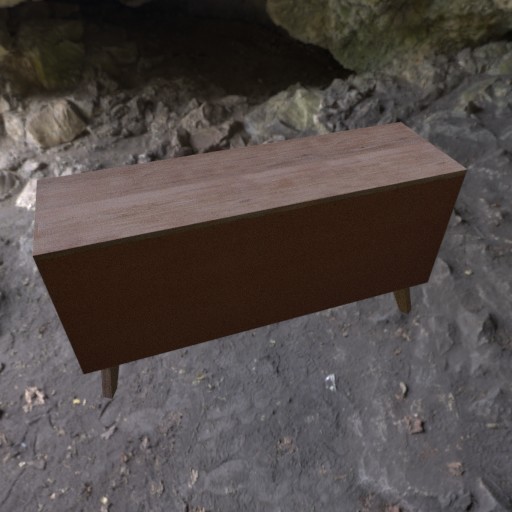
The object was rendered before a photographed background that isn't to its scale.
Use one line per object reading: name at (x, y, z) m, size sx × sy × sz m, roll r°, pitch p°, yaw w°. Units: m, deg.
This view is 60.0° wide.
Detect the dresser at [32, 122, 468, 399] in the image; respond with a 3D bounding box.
dresser at (0.000, 0.000, 1.925) m, size 1.554 × 0.805 × 0.455 m, roll -13°, pitch 42°, yaw -14°
